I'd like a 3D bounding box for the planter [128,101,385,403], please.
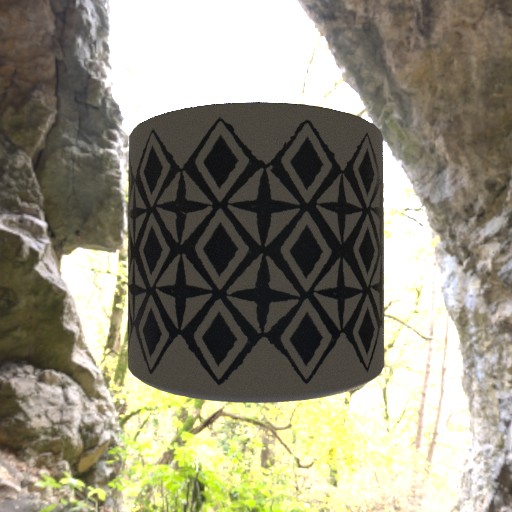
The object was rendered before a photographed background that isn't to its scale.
[{"bbox_3d":[0.000,0.000,0.327,0.182,0.165,0.182,0,-1,0],"label":"planter"}]
